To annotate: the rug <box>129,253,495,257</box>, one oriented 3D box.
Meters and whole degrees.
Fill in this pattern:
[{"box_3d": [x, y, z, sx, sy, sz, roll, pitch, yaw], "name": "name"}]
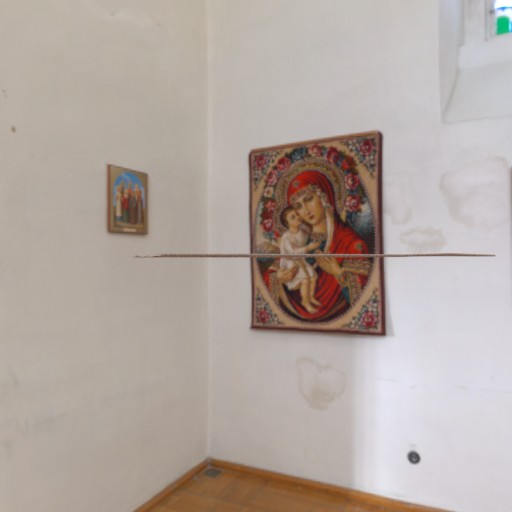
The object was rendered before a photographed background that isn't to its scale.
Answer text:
[{"box_3d": [0.000, 0.000, 2.967, 1.524, 0.015, 2.439, 0, 0, -19], "name": "rug"}]
